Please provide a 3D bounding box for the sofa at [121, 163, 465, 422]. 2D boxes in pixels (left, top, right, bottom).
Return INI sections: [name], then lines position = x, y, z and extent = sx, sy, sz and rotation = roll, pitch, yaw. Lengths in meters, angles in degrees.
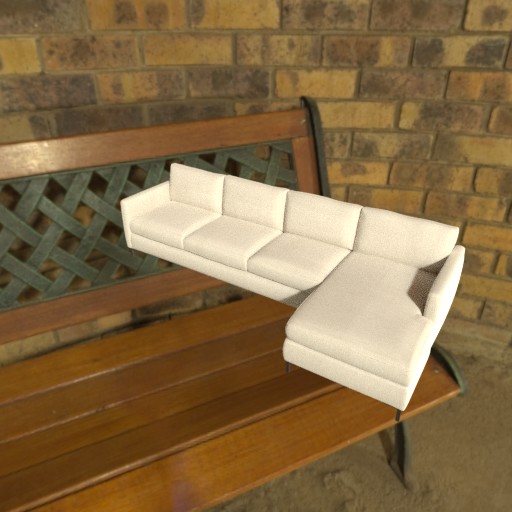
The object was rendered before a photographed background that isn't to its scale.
[sofa]
position = 0.000, 0.000, 3.005
extent = 2.445, 0.677, 1.126
rotation = 18, 34, 29
